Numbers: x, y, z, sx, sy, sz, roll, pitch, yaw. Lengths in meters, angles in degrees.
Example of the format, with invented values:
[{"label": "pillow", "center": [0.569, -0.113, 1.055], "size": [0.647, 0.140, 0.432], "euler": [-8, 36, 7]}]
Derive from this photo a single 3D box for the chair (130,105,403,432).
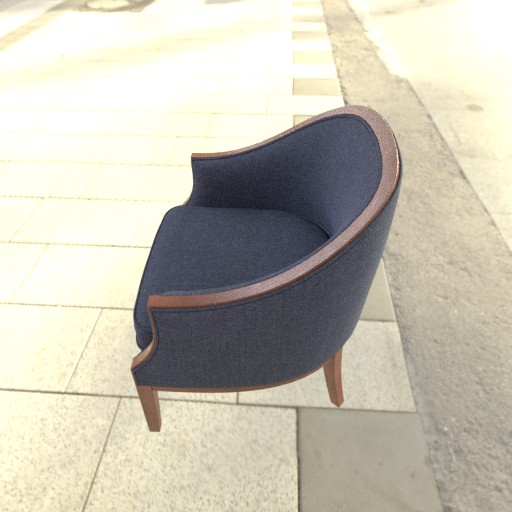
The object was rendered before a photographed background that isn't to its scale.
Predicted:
[{"label": "chair", "center": [0.000, 0.000, 1.448], "size": [0.735, 0.876, 0.803], "euler": [1, 41, 1]}]
